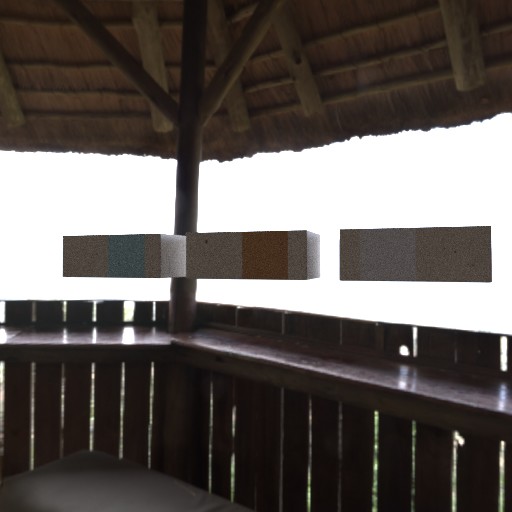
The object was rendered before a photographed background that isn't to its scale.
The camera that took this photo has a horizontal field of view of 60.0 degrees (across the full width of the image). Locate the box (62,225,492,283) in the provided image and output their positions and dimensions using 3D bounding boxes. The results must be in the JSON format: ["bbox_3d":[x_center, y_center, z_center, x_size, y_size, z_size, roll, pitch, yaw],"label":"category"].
[{"bbox_3d":[0.000,0.000,0.497,0.461,0.051,0.082,0,-1,18],"label":"box"}]
